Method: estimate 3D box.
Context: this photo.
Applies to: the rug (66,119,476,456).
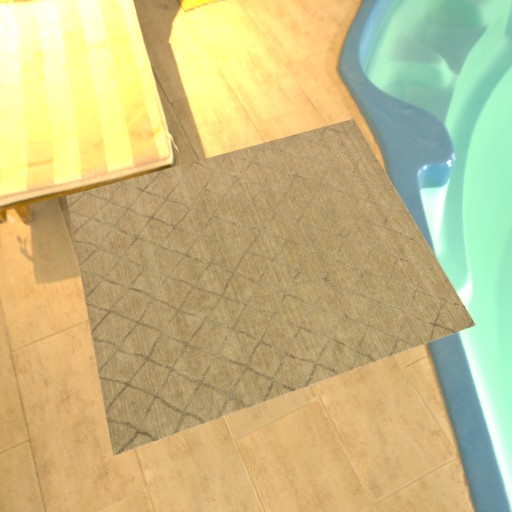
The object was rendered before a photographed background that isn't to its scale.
[{"bbox_3d":[0.000,0.000,3.980,3.038,0.019,2.420,-17,64,-8],"label":"rug"}]
